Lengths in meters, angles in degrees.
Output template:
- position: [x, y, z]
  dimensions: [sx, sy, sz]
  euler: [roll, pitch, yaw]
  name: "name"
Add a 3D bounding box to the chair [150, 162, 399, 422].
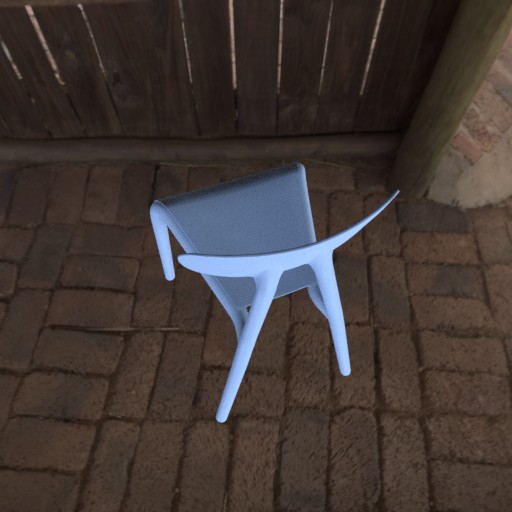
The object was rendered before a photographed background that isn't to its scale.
- position: [0.000, 0.000, 0.834]
  dimensions: [0.356, 0.580, 0.401]
  euler: [-17, 59, -11]
  name: "chair"
